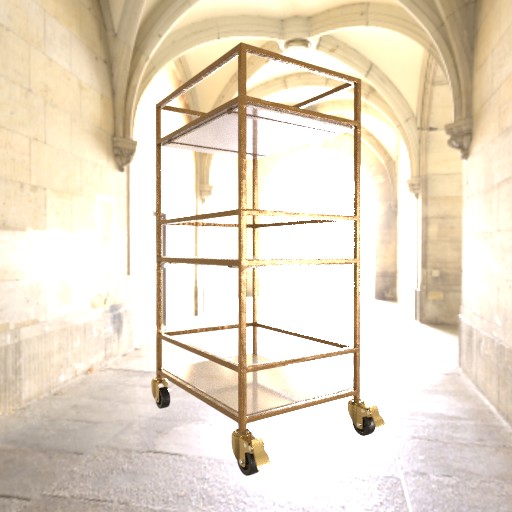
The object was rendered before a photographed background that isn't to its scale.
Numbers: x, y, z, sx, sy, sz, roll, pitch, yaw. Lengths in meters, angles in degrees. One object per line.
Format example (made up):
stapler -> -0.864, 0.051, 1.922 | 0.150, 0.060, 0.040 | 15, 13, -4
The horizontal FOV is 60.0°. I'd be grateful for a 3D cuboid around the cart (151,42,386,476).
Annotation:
cart -> 0.000, 0.000, 1.018 | 0.332, 0.761, 0.483 | -1, 1, -34
